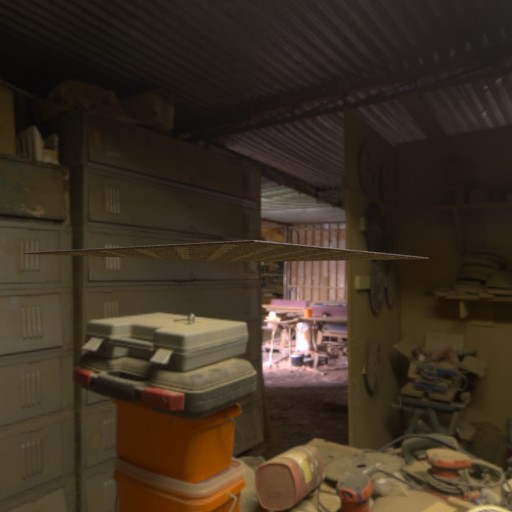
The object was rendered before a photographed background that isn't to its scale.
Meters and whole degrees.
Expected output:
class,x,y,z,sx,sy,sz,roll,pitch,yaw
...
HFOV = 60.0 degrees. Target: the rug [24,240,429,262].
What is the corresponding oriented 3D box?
class,x,y,z,sx,sy,sz,roll,pitch,yaw
rug,0.000,0.000,4.310,2.382,0.018,3.294,-2,-3,36
